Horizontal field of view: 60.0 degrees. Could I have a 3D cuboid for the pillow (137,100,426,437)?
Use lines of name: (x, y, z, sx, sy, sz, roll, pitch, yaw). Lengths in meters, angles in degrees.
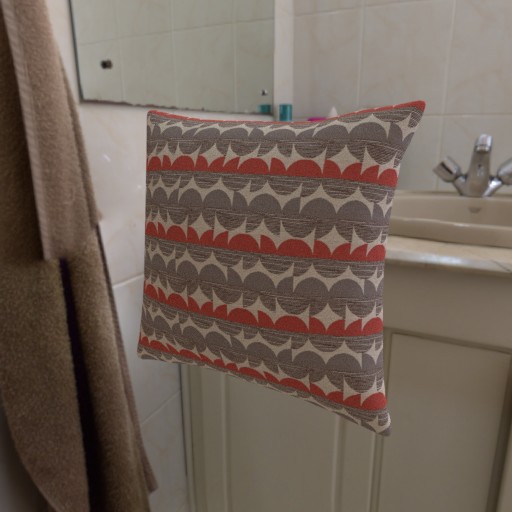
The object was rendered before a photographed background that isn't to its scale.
pillow: (0.000, 0.000, 0.632, 0.420, 0.410, 0.180, 8, 17, 27)
